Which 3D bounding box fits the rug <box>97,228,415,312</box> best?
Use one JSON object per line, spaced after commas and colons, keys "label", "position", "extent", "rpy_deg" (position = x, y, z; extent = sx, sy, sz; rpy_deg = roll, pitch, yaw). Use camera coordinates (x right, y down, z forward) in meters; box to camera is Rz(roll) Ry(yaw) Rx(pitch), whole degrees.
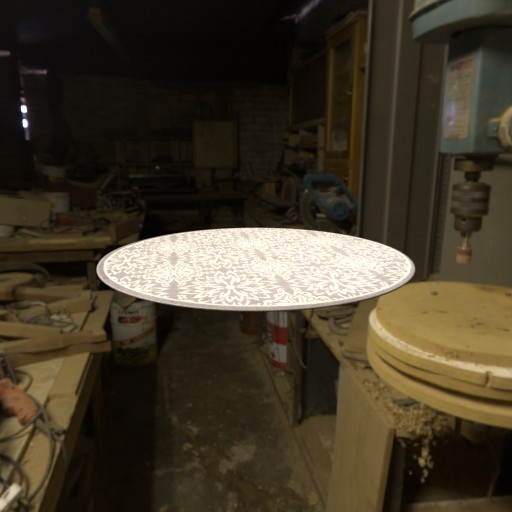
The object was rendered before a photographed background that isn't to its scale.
{"label": "rug", "position": [0.000, 0.000, 2.345], "extent": [1.593, 0.012, 1.593], "rpy_deg": [0, 14, 0]}
